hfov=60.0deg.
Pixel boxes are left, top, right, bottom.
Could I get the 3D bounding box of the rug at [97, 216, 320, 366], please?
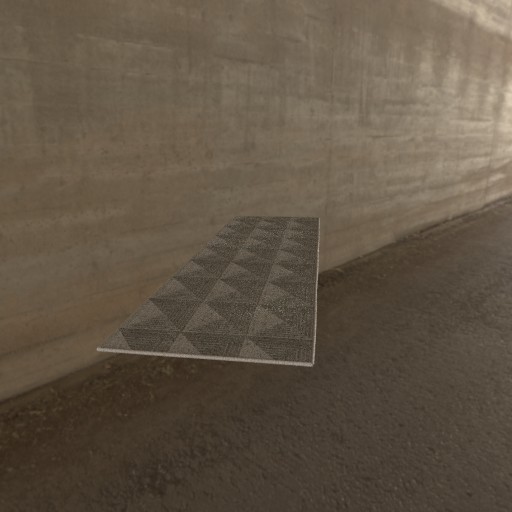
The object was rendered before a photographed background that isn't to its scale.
[{"bbox_3d":[0.000,0.000,2.307,0.645,0.015,2.182,2,16,8],"label":"rug"}]
